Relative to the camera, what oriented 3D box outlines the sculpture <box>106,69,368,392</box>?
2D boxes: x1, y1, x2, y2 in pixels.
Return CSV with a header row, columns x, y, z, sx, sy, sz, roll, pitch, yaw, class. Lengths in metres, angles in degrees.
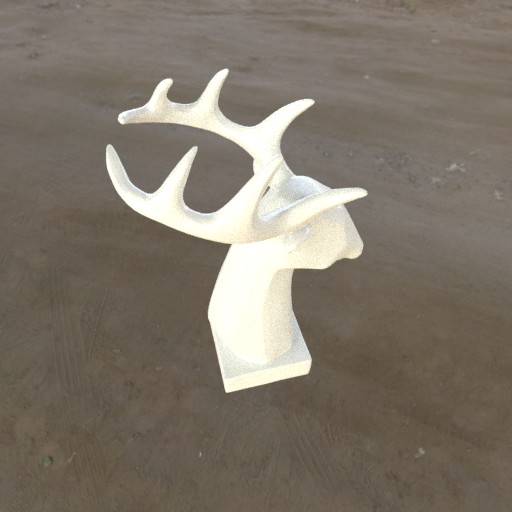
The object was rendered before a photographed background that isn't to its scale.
x,y,z,sx,sy,sz,roll,pitch,yaw,class
0.000,0.000,0.440,0.224,0.329,0.174,-10,46,-10,sculpture
